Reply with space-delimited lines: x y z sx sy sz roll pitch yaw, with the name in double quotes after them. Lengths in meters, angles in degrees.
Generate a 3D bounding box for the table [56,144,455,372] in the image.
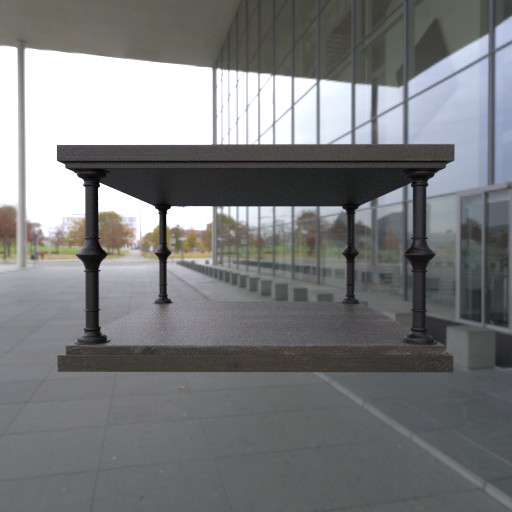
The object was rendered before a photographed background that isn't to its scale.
0.000 0.000 1.125 0.696 0.400 0.696 0 1 0 "table"
